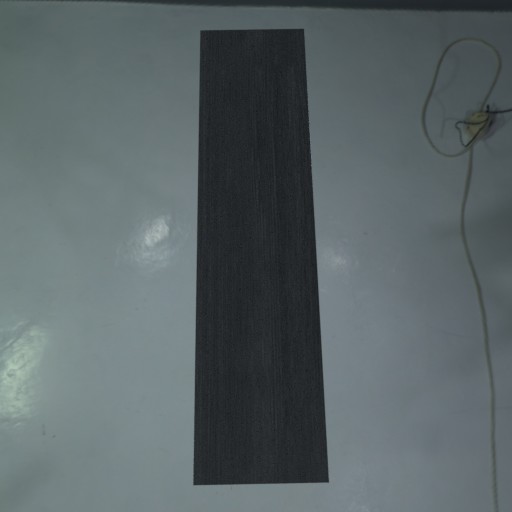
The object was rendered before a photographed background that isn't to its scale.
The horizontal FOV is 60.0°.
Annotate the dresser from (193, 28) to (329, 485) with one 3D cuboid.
[{"bbox_3d":[0.000,0.000,1.885,0.400,0.795,1.590,-1,75,0],"label":"dresser"}]
